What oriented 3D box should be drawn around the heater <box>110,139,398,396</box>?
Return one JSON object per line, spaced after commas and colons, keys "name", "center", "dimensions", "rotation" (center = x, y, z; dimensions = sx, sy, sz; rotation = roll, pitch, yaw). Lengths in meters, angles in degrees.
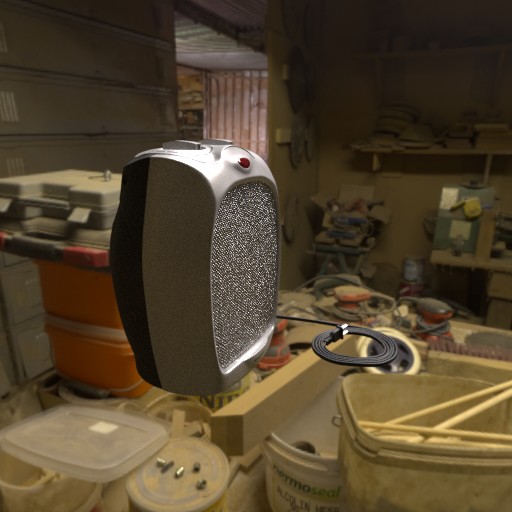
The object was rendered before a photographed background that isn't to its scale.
{"name": "heater", "center": [0.000, 0.000, 0.473], "dimensions": [0.291, 0.240, 0.239], "rotation": [8, 18, 25]}
